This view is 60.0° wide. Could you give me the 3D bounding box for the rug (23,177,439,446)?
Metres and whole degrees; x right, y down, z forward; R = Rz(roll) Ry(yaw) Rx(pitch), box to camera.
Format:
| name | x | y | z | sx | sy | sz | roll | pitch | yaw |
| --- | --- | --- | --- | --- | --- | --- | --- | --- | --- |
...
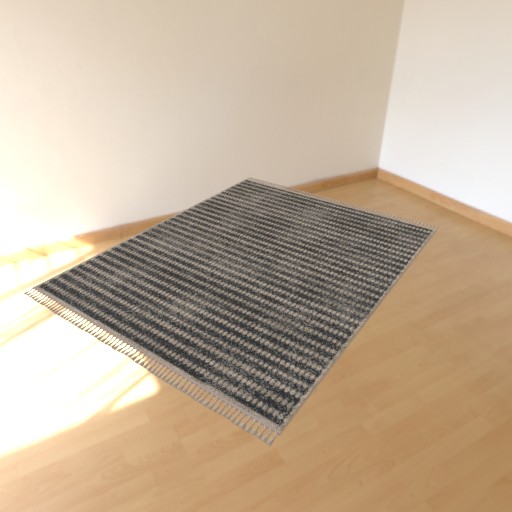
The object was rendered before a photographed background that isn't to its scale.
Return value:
| name | x | y | z | sx | sy | sz | roll | pitch | yaw |
| --- | --- | --- | --- | --- | --- | --- | --- | --- | --- |
| rug | 0.000 | 0.000 | 3.794 | 2.256 | 0.013 | 2.910 | 20 | 37 | 30 |
